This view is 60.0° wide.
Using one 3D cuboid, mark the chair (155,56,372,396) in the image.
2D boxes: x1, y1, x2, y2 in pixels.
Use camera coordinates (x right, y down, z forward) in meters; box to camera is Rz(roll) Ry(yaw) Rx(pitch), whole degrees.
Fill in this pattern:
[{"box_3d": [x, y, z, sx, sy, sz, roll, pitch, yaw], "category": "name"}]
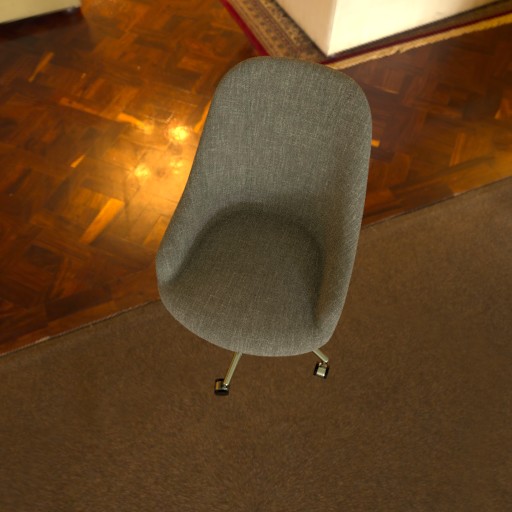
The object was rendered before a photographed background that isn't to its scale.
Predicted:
[{"box_3d": [0.000, 0.000, 1.415, 0.671, 0.950, 0.712, 16, 60, 9], "category": "chair"}]
